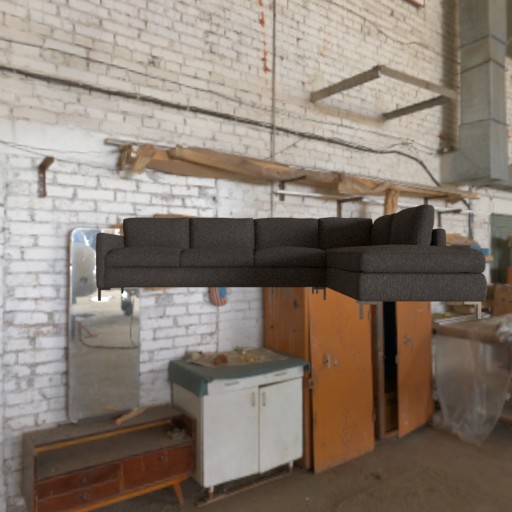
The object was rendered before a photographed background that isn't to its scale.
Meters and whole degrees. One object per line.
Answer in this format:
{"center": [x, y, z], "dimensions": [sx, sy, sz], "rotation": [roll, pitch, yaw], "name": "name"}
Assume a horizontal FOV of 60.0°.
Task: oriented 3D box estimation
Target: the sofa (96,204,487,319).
{"center": [0.000, 0.000, 3.792], "dimensions": [2.949, 0.815, 2.007], "rotation": [0, 0, 0], "name": "sofa"}
